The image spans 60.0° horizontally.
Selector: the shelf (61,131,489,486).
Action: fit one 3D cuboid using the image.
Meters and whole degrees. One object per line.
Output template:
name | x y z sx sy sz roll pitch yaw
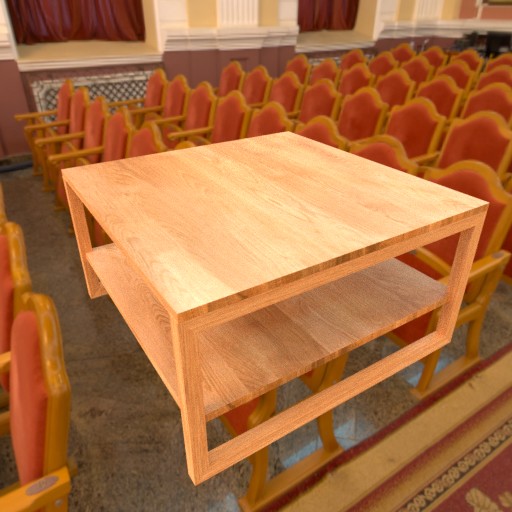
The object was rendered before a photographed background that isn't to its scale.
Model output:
shelf | 0.000 0.000 1.413 0.899 0.480 0.899 -18 34 -28
